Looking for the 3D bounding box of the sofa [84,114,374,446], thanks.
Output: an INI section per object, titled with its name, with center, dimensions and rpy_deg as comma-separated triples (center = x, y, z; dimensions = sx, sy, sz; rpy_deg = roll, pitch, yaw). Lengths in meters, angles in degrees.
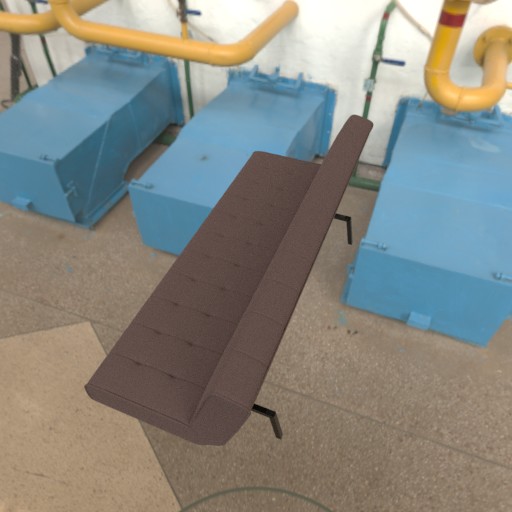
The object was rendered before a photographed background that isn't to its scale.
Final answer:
[sofa]
center = 0.000, 0.000, 2.114
dimensions = 0.747, 0.699, 1.703
rpy_deg = 16, 49, 15
